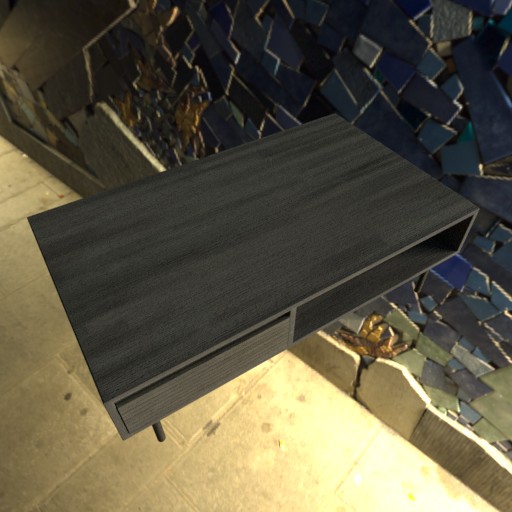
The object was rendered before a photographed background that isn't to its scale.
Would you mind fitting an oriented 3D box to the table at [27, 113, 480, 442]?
[{"bbox_3d":[0.000,0.000,1.355,1.088,0.347,0.643,-24,51,-22],"label":"table"}]
